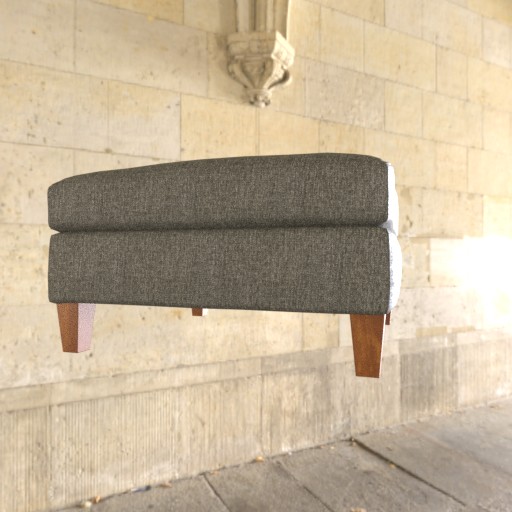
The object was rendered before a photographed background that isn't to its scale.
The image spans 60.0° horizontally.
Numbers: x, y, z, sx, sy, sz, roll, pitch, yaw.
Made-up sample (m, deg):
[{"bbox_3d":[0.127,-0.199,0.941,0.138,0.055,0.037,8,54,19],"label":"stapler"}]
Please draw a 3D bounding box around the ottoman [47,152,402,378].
[{"bbox_3d":[0.000,0.000,1.347,0.838,0.481,0.838,0,0,18],"label":"ottoman"}]
